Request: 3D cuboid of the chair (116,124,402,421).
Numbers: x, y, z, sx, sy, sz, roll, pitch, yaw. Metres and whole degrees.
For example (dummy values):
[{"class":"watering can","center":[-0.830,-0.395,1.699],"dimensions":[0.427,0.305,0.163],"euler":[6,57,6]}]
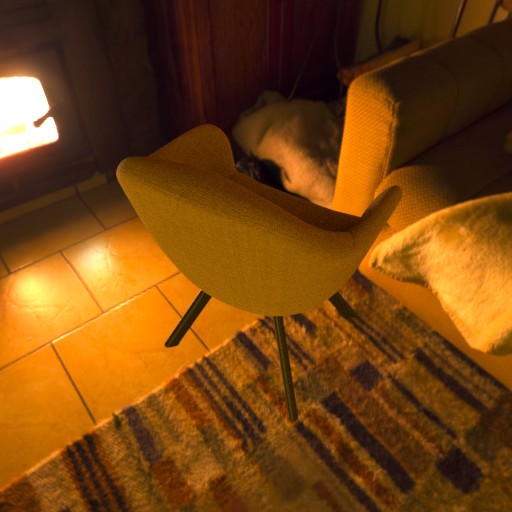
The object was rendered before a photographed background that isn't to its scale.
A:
[{"class":"chair","center":[0.000,0.000,1.192],"dimensions":[0.590,0.795,0.550],"euler":[24,50,21]}]
